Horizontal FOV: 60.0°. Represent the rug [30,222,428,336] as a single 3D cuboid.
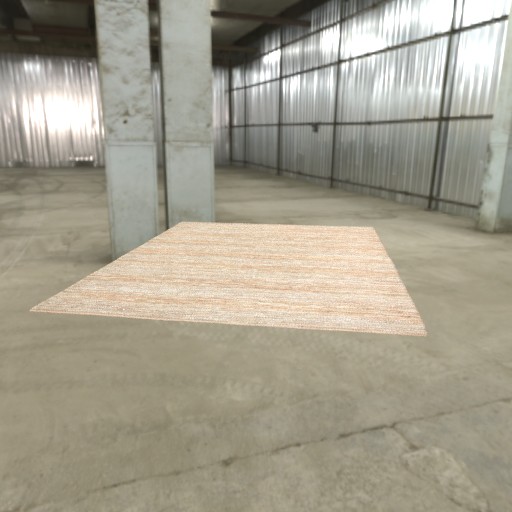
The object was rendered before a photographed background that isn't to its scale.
[{"bbox_3d":[0.000,0.000,3.874,2.313,0.009,2.939,2,15,8],"label":"rug"}]
